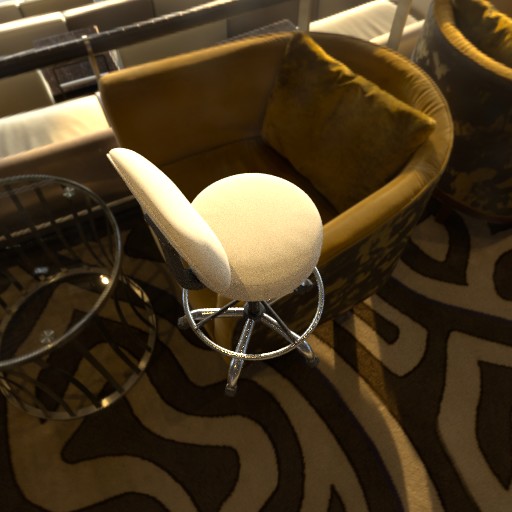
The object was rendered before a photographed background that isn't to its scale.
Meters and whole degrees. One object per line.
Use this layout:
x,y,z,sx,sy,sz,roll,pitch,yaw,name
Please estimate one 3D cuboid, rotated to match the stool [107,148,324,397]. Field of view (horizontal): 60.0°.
0.000,0.000,1.445,0.616,1.080,0.609,-32,63,-18,stool
